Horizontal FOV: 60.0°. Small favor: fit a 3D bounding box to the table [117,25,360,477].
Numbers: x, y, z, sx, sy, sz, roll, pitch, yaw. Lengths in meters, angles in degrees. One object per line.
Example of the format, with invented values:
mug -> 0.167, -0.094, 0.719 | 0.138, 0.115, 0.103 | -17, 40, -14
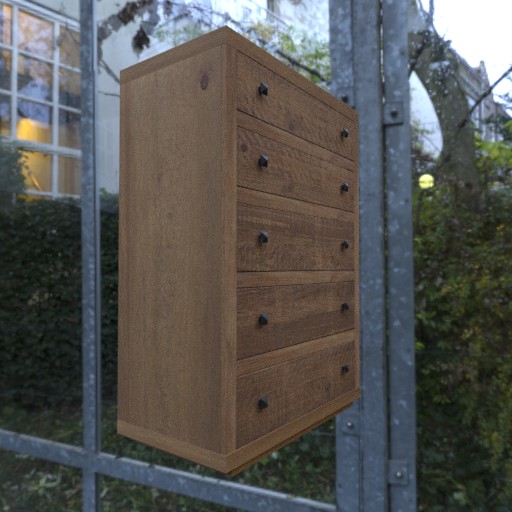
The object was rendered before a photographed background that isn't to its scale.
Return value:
table -> 0.000, 0.000, 1.747 | 0.524, 1.294, 0.901 | -1, -2, 37
